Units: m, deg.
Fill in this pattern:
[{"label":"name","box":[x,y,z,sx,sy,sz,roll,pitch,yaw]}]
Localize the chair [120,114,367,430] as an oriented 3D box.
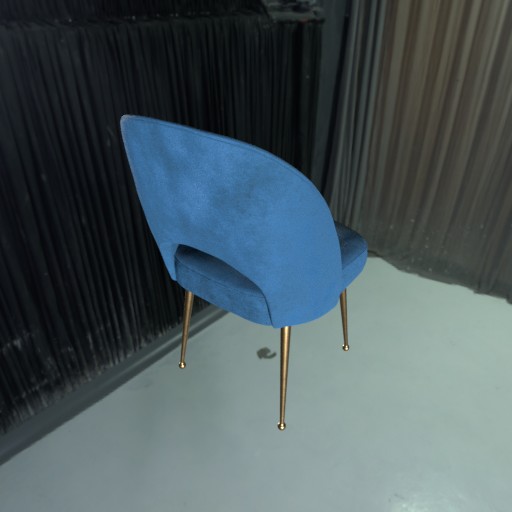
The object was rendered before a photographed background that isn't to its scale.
[{"label":"chair","box":[0.000,0.000,1.225,0.527,0.860,0.577,21,38,31]}]
